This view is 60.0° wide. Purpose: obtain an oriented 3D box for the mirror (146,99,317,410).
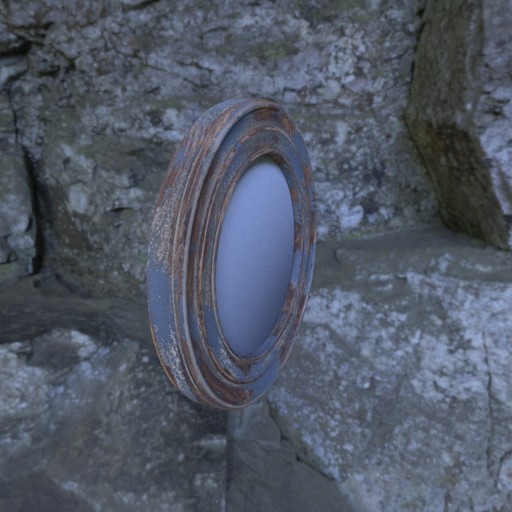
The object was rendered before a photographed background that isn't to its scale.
[{"bbox_3d":[0.000,0.000,0.876,0.061,0.585,0.585,7,16,25],"label":"mirror"}]
